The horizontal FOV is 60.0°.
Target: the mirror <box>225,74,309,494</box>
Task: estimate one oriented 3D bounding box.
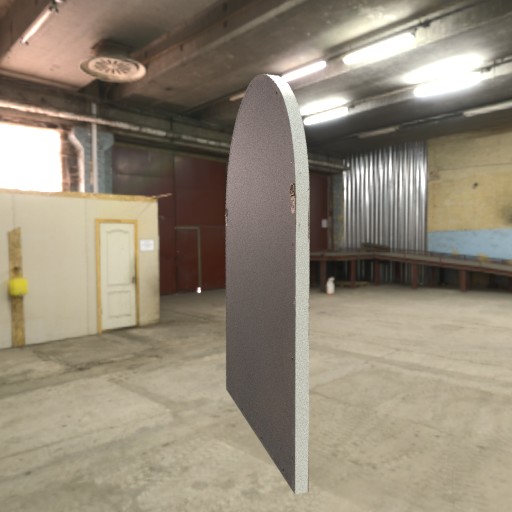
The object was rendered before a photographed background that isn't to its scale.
[{"bbox_3d":[0.000,0.000,1.180,0.032,0.920,0.660,0,1,-16],"label":"mirror"}]
